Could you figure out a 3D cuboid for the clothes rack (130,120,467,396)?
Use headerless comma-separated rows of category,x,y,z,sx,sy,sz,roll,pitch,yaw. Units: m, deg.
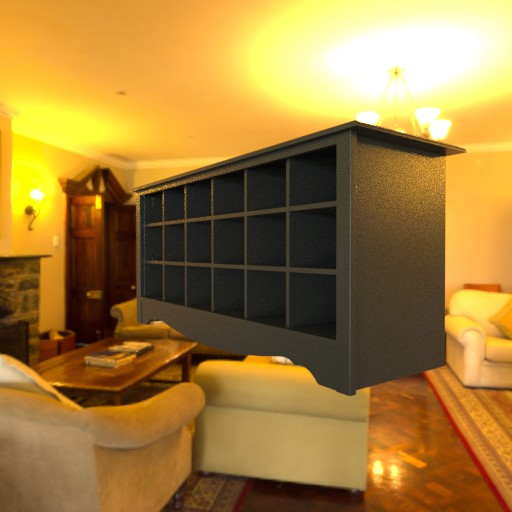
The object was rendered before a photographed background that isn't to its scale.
clothes rack,0.000,0.000,1.477,0.406,0.556,1.219,-1,1,-36
